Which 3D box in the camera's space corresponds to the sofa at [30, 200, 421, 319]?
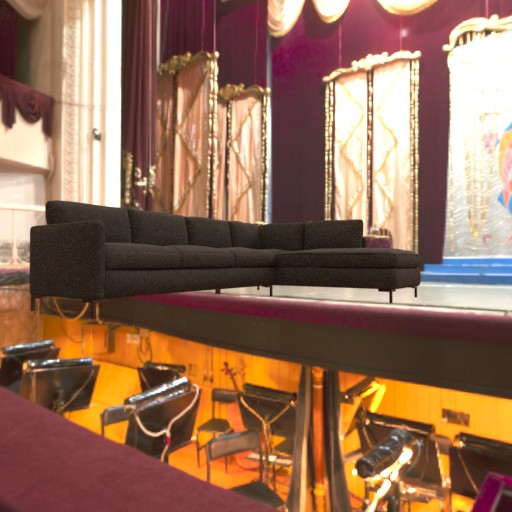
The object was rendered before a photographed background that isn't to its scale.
[{"bbox_3d":[0.000,0.000,3.823,2.007,0.815,2.949,-1,-1,35],"label":"sofa"}]
